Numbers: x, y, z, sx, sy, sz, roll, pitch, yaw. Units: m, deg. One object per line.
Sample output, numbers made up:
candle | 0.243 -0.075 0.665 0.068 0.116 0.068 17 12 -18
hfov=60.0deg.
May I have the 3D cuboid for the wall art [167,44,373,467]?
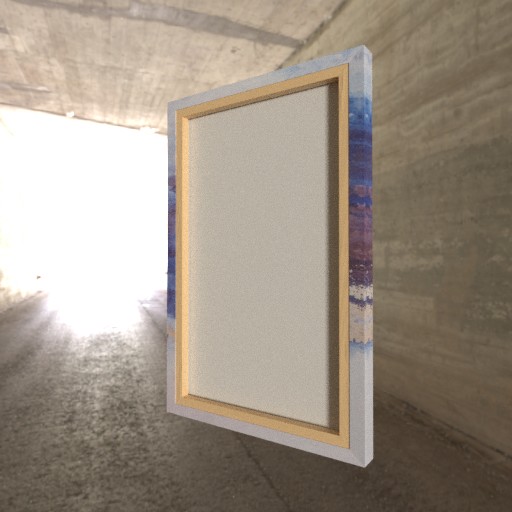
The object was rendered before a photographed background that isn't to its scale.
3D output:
wall art | 0.000 0.000 1.104 0.583 0.874 0.048 0 -1 35
